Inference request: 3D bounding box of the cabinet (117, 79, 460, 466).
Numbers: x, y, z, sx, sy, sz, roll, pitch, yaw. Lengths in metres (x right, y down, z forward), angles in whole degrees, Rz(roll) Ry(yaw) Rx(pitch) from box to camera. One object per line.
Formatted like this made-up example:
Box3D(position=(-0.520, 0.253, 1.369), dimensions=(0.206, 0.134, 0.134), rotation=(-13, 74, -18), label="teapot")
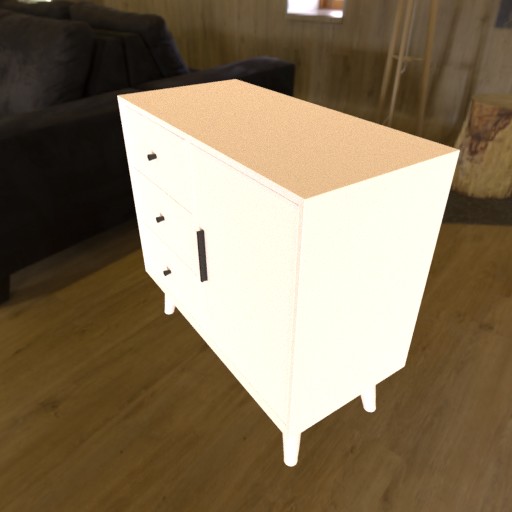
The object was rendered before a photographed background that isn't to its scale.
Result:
Box3D(position=(0.000, 0.000, 1.235), dimensions=(0.398, 0.761, 0.800), rotation=(-20, 38, -29), label="cabinet")
